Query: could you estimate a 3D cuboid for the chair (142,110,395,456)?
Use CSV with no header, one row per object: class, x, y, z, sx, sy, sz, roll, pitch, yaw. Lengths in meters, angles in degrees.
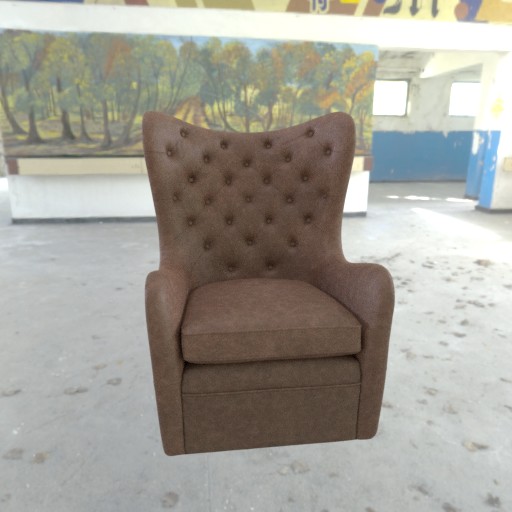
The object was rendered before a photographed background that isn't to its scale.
chair,0.000,0.000,1.704,0.831,1.079,0.930,-2,16,-7
